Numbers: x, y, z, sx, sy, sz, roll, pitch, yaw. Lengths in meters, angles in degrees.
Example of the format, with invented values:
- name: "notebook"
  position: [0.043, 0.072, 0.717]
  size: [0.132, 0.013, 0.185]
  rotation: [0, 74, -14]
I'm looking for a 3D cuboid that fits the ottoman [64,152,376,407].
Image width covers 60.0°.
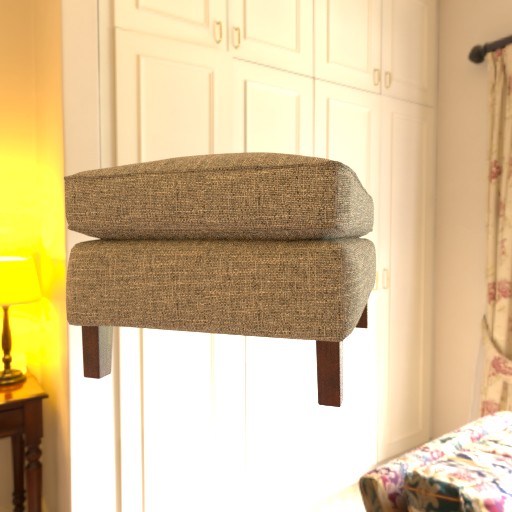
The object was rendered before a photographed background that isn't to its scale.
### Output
- name: "ottoman"
  position: [0.000, 0.000, 0.980]
  size: [0.508, 0.406, 0.686]
  rotation: [1, 3, 18]
